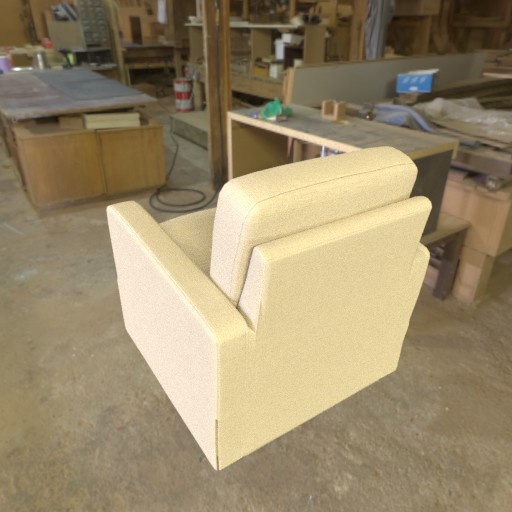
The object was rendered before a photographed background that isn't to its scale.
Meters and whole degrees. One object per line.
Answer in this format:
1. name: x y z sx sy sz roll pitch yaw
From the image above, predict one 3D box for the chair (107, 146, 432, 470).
1. chair: 0.000 0.000 1.499 0.755 0.827 0.888 -18 34 -28
